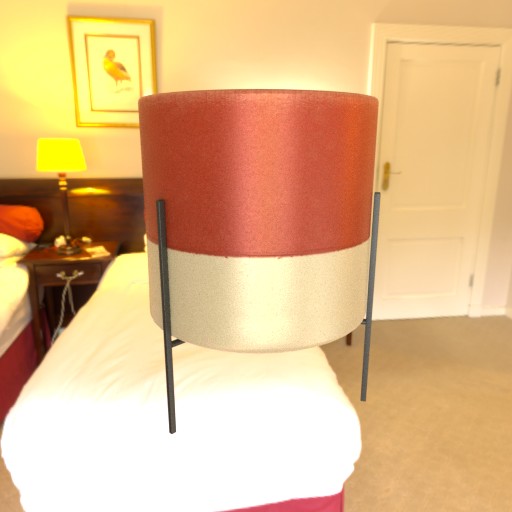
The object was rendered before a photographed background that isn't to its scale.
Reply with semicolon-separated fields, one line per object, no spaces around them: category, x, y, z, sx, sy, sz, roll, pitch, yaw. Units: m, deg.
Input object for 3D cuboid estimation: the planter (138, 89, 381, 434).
planter;0.000;0.000;0.703;0.345;0.465;0.354;14;20;43
